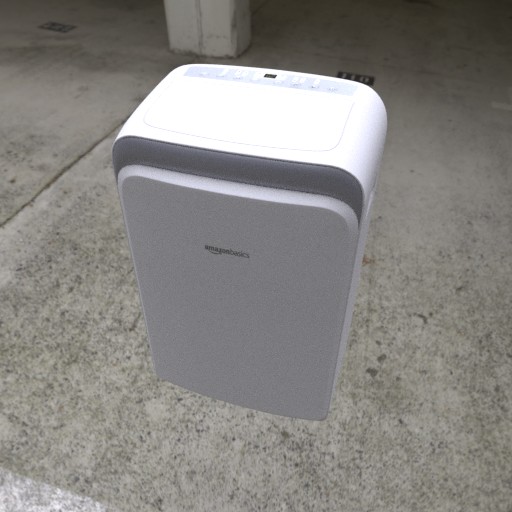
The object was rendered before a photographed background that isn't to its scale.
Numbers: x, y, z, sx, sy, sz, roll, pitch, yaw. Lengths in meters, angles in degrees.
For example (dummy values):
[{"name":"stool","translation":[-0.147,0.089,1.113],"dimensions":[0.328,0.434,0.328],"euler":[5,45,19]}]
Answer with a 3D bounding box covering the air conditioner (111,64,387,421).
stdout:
[{"name":"air conditioner","translation":[0.000,0.000,0.946],"dimensions":[0.454,0.700,0.365],"euler":[11,44,12]}]
